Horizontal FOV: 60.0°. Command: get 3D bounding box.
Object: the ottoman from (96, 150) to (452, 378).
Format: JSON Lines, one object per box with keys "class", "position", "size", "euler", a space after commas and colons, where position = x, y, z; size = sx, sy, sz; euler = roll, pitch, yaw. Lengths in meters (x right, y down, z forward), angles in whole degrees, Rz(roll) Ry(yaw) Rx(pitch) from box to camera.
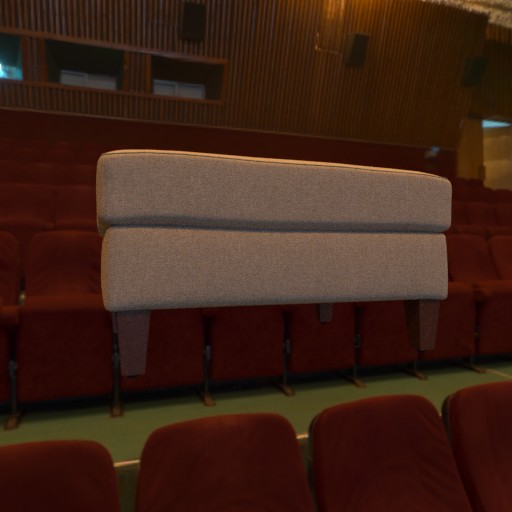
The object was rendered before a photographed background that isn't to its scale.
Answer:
{"class": "ottoman", "position": [0.000, 0.000, 1.324], "size": [0.898, 0.519, 0.677], "euler": [0, 0, -20]}
